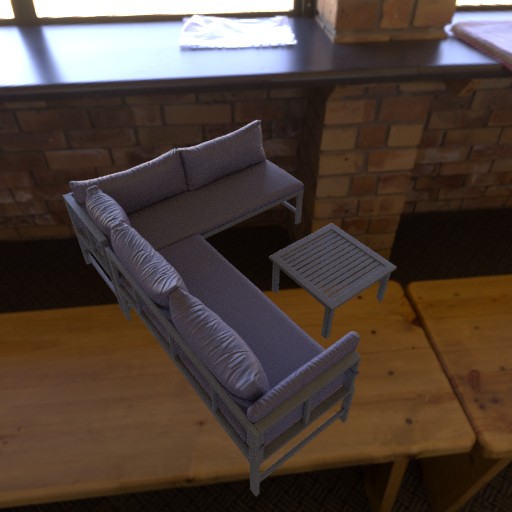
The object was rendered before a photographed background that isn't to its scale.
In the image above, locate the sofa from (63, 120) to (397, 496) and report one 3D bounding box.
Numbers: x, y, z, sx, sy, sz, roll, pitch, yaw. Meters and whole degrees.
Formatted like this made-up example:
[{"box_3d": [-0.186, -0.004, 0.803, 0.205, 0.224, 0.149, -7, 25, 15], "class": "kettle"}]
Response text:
[{"box_3d": [0.000, 0.000, 2.925, 1.658, 0.762, 2.149, -27, 49, -27], "class": "sofa"}]
